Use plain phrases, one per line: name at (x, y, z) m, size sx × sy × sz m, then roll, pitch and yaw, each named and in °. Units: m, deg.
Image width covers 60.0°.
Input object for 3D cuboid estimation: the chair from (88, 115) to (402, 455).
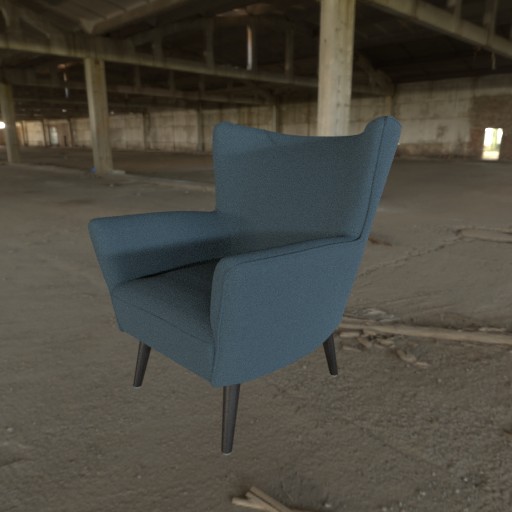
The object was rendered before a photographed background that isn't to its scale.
chair at (0.000, 0.000, 1.562) m, size 0.781 × 0.933 × 0.888 m, roll 15°, pitch 21°, yaw 43°
